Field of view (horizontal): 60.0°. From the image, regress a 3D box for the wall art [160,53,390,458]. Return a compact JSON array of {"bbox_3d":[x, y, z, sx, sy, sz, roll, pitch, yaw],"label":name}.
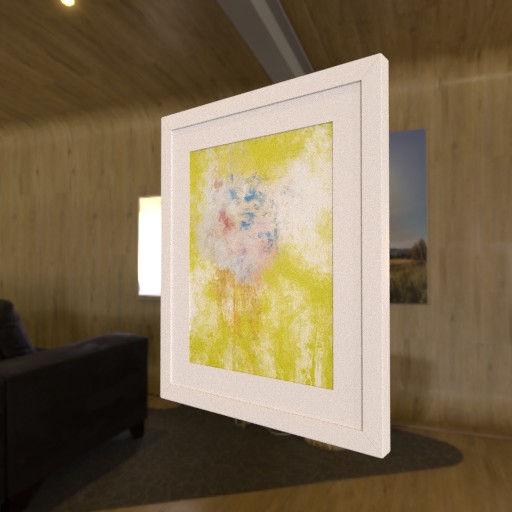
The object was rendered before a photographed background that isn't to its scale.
[{"bbox_3d":[0.000,0.000,0.754,0.454,0.556,0.028,-1,-1,37],"label":"wall art"}]
